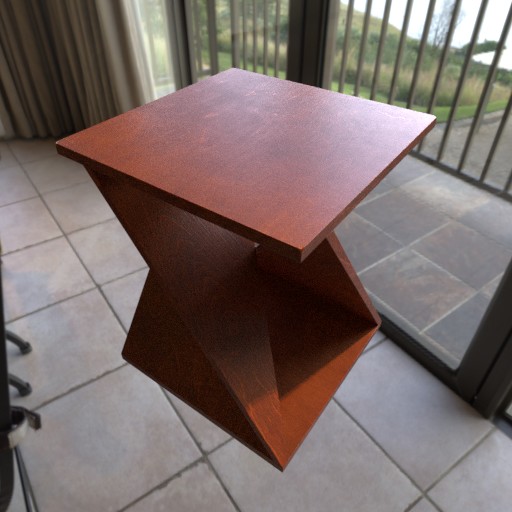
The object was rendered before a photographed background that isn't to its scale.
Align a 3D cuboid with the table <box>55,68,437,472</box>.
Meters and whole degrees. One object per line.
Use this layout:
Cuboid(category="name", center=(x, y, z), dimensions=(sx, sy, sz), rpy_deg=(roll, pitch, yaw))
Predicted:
Cuboid(category="table", center=(0.000, 0.000, 0.859), dimensions=(0.427, 0.520, 0.427), rpy_deg=(25, 46, 27))
